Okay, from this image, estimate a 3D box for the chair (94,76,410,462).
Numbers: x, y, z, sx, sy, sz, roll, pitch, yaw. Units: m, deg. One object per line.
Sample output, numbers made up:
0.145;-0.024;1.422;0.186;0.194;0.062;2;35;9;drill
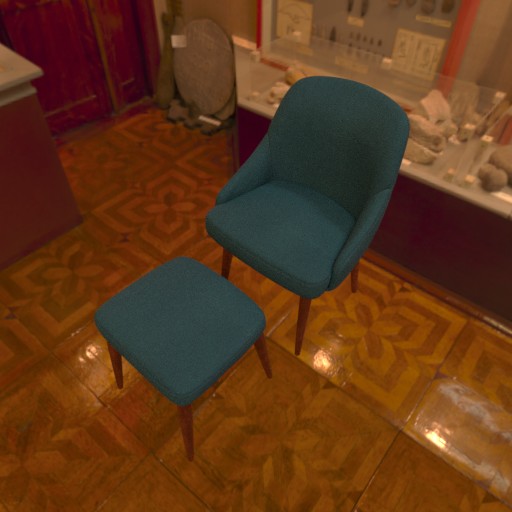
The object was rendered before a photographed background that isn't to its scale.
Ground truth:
0.000;0.000;1.558;0.584;0.866;1.114;33;54;28;chair
